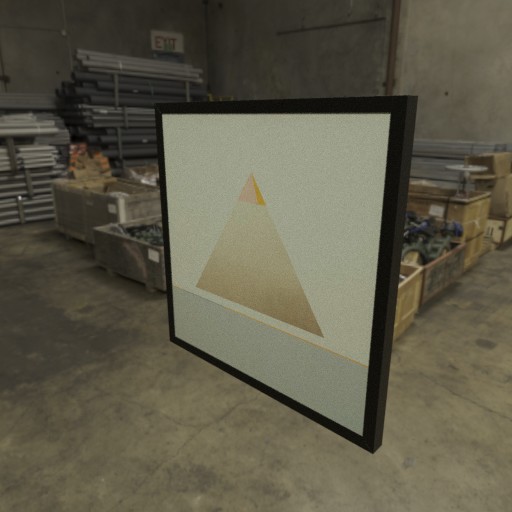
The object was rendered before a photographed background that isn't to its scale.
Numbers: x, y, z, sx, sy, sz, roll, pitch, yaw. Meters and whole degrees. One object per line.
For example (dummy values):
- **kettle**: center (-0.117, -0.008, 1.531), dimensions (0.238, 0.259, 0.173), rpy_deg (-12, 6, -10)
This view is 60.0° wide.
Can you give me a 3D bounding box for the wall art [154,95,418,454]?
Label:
- **wall art**: center (0.000, 0.000, 1.155), dimensions (0.769, 0.766, 0.042), rpy_deg (16, 24, 41)
